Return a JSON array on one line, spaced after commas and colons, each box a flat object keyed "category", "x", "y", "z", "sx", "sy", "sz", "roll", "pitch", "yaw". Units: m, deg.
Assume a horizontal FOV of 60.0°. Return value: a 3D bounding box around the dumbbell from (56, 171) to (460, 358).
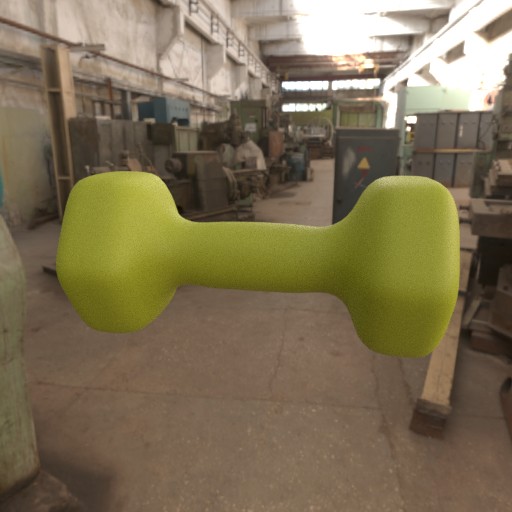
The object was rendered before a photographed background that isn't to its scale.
[{"category": "dumbbell", "x": 0.000, "y": 0.000, "z": 0.200, "sx": 0.164, "sy": 0.072, "sz": 0.080, "roll": 3, "pitch": 16, "yaw": 11}]
